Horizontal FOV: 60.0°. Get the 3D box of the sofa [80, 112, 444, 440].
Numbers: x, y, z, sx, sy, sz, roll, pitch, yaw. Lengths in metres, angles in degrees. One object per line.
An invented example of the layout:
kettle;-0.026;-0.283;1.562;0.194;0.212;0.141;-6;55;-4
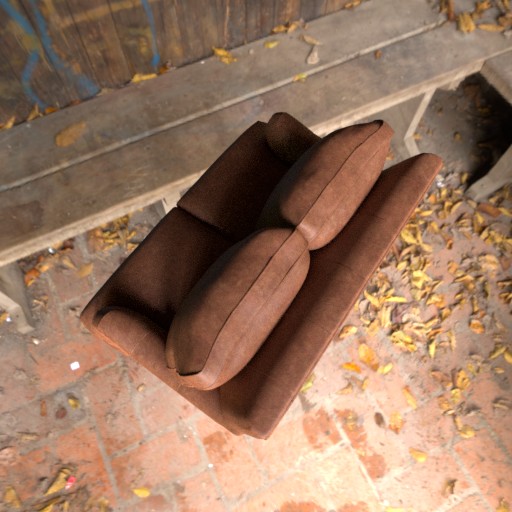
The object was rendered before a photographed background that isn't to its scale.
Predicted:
sofa;0.000;0.000;2.223;1.077;1.004;1.527;32;69;14
